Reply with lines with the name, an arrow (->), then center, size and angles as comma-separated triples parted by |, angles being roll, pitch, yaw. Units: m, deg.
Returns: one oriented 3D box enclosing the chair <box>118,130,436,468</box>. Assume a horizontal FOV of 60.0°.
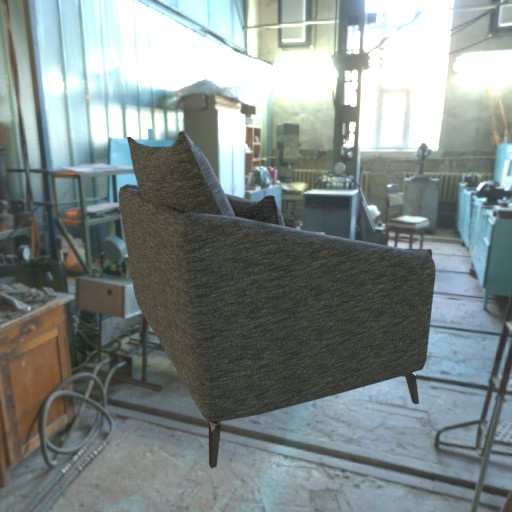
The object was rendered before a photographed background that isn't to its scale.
chair -> 0.000, 0.000, 1.599 | 0.805, 0.842, 1.004 | -6, 15, -24
